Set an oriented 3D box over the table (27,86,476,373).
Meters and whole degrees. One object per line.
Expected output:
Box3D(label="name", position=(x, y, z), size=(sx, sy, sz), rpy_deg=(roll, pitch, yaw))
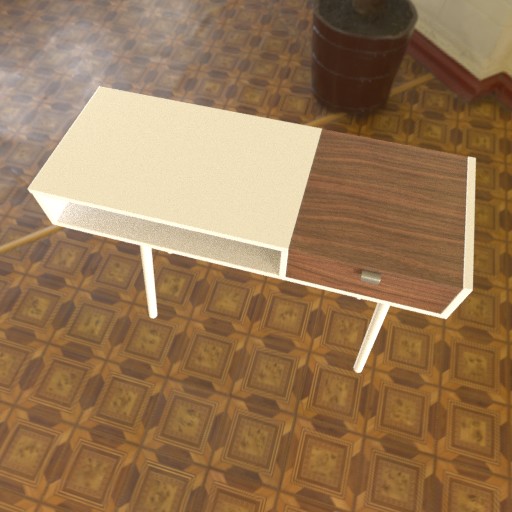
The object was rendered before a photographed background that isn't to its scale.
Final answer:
Box3D(label="table", position=(0.000, 0.000, 1.452), size=(1.066, 0.785, 0.418), rpy_deg=(13, 60, 8))
